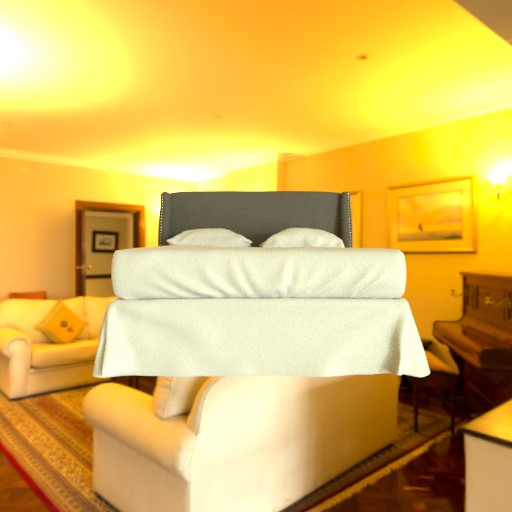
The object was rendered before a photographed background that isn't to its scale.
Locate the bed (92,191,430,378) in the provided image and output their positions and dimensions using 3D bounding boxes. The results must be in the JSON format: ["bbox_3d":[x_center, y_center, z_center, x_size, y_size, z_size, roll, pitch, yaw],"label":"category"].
[{"bbox_3d":[0.000,0.000,3.444,1.925,1.332,2.276,0,0,0],"label":"bed"}]
